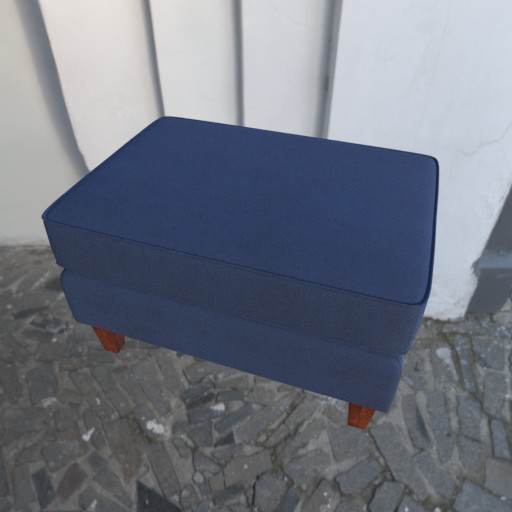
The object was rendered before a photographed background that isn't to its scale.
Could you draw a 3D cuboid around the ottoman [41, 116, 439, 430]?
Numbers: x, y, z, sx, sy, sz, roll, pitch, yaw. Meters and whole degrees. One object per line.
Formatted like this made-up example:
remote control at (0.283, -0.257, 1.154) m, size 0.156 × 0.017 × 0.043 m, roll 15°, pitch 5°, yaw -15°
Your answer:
ottoman at (0.000, 0.000, 1.392) m, size 0.965 × 0.584 × 0.686 m, roll 13°, pitch 42°, yaw 14°
